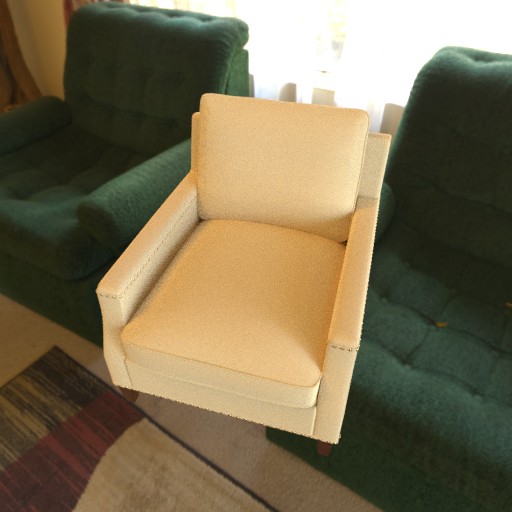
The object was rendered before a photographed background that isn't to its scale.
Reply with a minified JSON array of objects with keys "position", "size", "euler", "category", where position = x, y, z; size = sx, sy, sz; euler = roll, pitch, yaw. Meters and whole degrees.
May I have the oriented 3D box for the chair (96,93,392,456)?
[{"position":[0.000,0.000,1.704],"size":[0.853,0.943,1.014],"euler":[10,41,12],"category":"chair"}]
